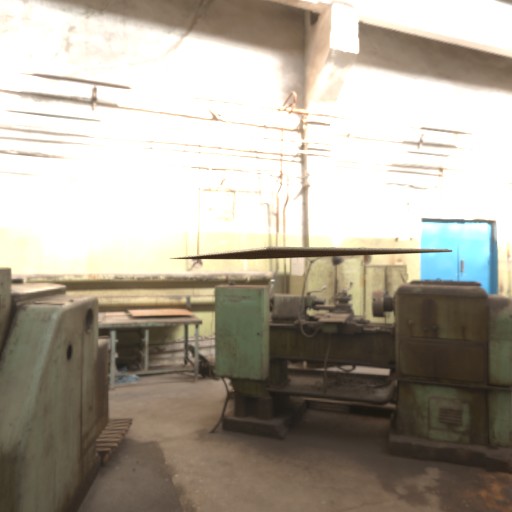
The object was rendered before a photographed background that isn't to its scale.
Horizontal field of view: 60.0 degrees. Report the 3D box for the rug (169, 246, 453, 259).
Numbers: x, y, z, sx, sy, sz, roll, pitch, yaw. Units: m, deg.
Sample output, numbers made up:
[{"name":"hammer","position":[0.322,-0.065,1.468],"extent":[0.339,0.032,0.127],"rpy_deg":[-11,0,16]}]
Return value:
[{"name":"rug","position":[0.000,0.000,2.419],"extent":[0.662,0.011,2.196],"rpy_deg":[0,-1,-18]}]
